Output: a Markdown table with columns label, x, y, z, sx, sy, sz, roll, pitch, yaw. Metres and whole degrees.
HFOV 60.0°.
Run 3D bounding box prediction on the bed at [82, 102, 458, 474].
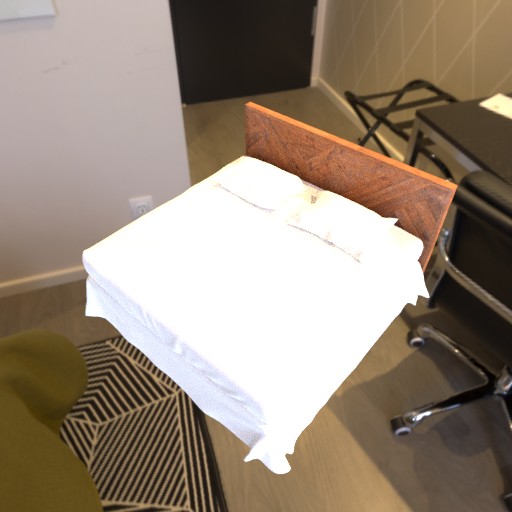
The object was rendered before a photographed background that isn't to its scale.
| label | x | y | z | sx | sy | sz | roll | pitch | yaw |
| --- | --- | --- | --- | --- | --- | --- | --- | --- | --- |
| bed | 0.000 | 0.000 | 3.503 | 2.255 | 1.158 | 2.165 | 32 | 53 | 28 |
